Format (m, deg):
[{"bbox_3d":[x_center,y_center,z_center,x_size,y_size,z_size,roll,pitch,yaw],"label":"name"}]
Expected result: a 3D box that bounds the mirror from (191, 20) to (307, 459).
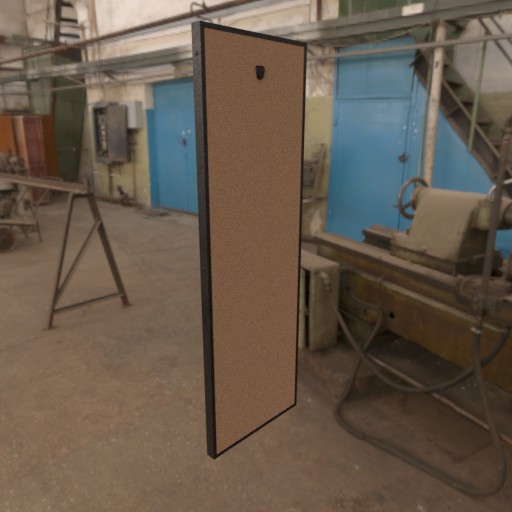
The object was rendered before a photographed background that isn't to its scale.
[{"bbox_3d":[0.000,0.000,1.179,0.042,1.080,0.354,15,22,43],"label":"mirror"}]
